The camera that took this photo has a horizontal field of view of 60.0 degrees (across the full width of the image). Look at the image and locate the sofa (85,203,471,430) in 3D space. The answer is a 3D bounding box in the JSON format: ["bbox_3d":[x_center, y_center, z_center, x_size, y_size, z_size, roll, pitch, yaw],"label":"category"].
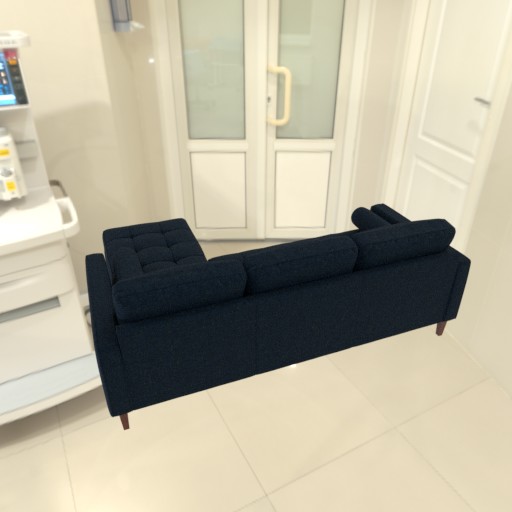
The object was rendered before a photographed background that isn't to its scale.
[{"bbox_3d":[0.000,0.000,3.033,2.185,0.841,1.613,-11,32,-18],"label":"sofa"}]
